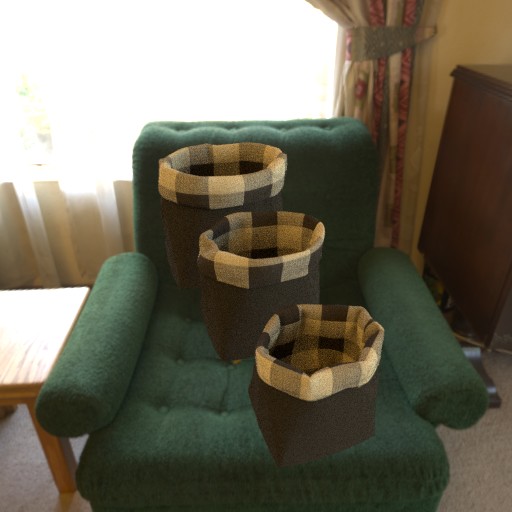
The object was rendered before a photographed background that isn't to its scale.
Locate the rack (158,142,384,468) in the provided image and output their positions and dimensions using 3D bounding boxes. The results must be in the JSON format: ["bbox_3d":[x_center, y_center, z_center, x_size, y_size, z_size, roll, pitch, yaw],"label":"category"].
[{"bbox_3d":[0.000,0.000,1.069,0.370,0.329,0.889,-10,32,-16],"label":"rack"}]
